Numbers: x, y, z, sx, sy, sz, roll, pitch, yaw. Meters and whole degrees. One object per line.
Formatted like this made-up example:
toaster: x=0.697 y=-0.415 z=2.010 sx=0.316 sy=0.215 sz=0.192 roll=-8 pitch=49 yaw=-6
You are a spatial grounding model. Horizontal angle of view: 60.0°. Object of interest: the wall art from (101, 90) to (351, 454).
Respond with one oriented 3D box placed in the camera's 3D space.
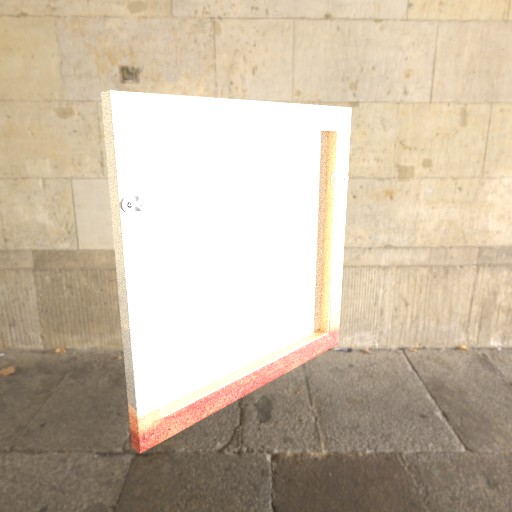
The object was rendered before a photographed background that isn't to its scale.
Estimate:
wall art: x=0.000 y=0.000 z=1.152 sx=0.760 sy=0.760 sz=0.042 roll=-15 pitch=21 yaw=-43
